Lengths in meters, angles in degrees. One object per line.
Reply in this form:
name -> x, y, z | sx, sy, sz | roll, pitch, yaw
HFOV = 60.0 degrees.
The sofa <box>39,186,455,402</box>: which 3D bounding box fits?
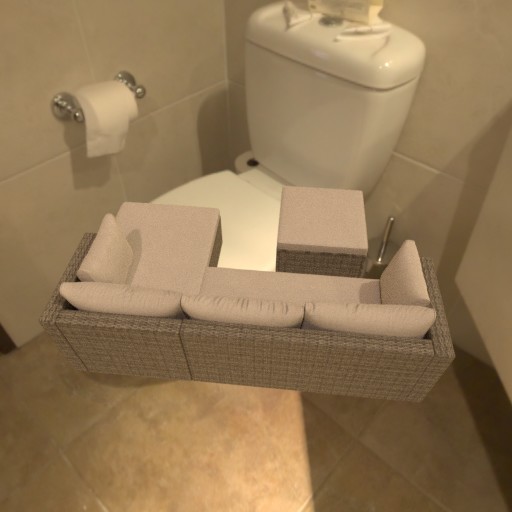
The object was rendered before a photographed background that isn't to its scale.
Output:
sofa -> 0.000, 0.000, 3.050 | 2.192, 0.766, 1.662 | 4, 47, 4
